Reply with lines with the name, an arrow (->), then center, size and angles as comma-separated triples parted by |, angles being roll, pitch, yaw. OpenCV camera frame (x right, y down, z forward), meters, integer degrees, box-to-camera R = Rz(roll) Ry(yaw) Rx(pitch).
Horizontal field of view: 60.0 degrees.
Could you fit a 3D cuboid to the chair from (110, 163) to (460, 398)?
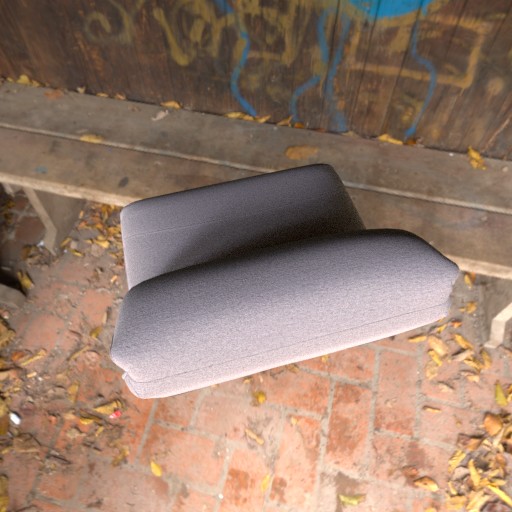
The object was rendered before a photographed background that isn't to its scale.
chair -> 0.000, 0.000, 1.355 | 0.820, 0.580, 0.780 | -13, 59, -8
